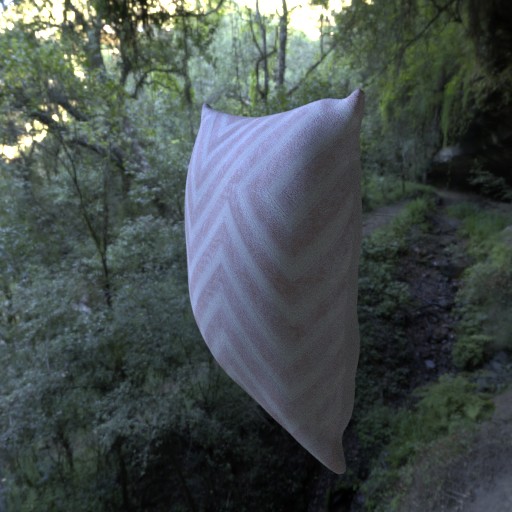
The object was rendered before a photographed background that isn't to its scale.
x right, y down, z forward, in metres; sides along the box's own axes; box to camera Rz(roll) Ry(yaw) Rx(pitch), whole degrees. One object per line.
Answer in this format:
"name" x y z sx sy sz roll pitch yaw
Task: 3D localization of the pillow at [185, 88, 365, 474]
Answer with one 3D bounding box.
"pillow" 0.000 0.000 0.647 0.182 0.441 0.440 -8 18 -25
